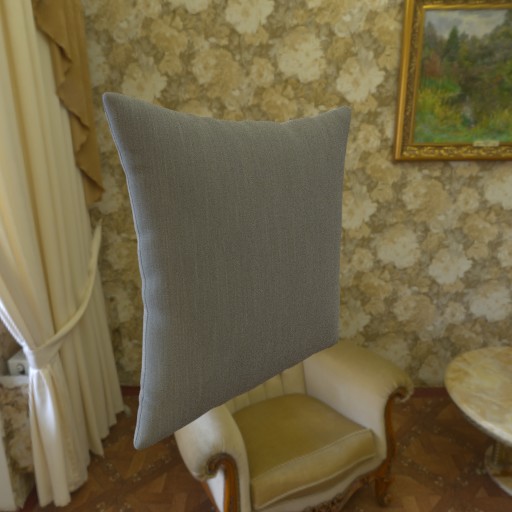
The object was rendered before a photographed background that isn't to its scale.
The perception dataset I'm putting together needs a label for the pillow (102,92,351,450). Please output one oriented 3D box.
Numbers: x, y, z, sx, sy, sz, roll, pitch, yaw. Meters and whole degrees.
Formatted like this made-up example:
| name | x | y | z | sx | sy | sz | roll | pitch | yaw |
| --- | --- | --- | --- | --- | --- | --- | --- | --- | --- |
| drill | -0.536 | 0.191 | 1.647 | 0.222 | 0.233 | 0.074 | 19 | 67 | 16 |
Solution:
| name | x | y | z | sx | sy | sz | roll | pitch | yaw |
| --- | --- | --- | --- | --- | --- | --- | --- | --- | --- |
| pillow | 0.000 | 0.000 | 0.767 | 0.511 | 0.509 | 0.161 | -15 | 22 | -42 |
